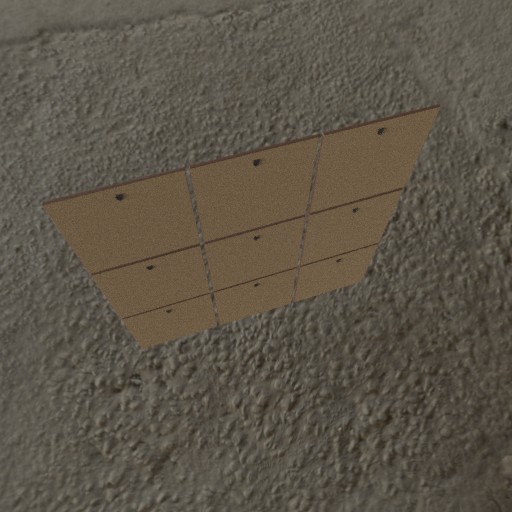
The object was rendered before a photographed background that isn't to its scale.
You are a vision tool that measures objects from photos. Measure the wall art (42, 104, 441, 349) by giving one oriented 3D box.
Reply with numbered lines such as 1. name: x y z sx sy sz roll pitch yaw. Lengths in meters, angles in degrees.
1. wall art: 0.000 0.000 1.823 1.221 1.218 0.019 -16 61 -9
